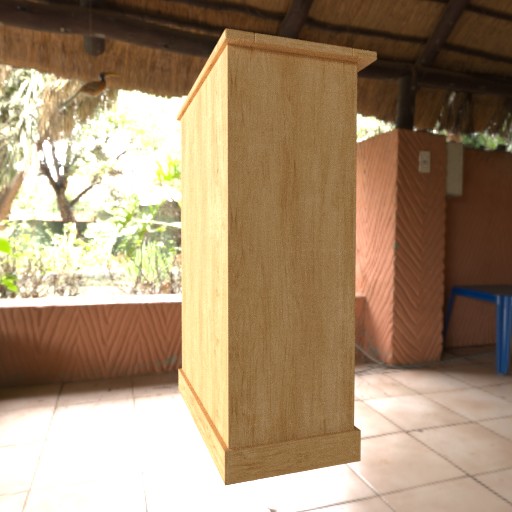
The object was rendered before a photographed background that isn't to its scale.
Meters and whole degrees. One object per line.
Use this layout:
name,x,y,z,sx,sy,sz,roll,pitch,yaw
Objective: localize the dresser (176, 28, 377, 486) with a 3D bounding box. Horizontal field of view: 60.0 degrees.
dresser,0.000,0.000,1.752,0.485,1.300,0.915,-1,2,-19
